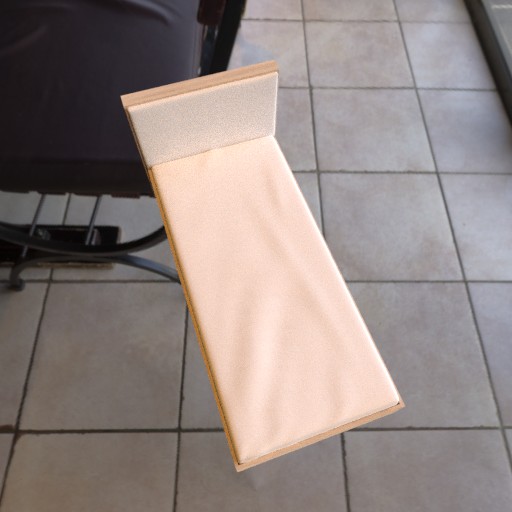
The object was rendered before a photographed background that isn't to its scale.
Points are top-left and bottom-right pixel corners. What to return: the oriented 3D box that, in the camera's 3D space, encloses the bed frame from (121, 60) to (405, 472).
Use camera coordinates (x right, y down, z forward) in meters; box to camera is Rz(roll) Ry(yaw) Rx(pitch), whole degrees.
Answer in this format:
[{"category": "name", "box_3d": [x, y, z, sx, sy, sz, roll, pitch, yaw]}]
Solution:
[{"category": "bed frame", "box_3d": [0.000, 0.000, 2.685, 0.990, 0.920, 2.140, -17, 63, -9]}]
